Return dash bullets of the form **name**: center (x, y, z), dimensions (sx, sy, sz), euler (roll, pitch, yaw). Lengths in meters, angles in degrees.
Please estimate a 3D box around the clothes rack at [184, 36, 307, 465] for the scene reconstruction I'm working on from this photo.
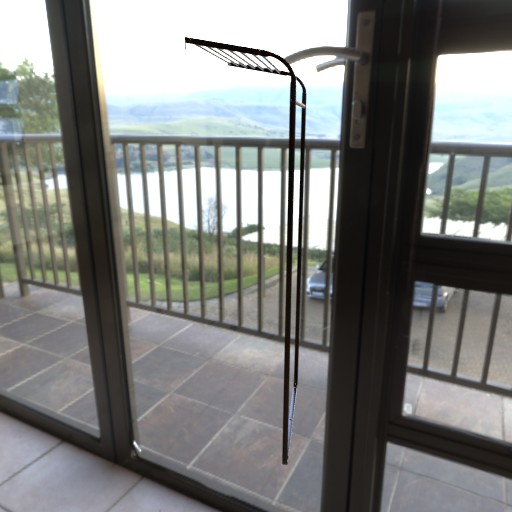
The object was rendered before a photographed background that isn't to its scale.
- **clothes rack**: center (0.000, 0.000, 1.847), dimensions (0.349, 1.574, 0.609), euler (3, 17, 9)
